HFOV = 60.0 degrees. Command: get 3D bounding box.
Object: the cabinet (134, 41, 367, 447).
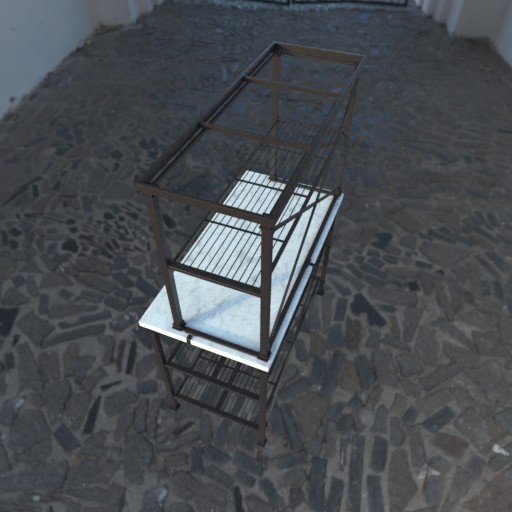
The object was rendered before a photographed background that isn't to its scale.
[{"bbox_3d":[0.000,0.000,2.267,0.610,1.659,1.210,16,48,15],"label":"cabinet"}]
